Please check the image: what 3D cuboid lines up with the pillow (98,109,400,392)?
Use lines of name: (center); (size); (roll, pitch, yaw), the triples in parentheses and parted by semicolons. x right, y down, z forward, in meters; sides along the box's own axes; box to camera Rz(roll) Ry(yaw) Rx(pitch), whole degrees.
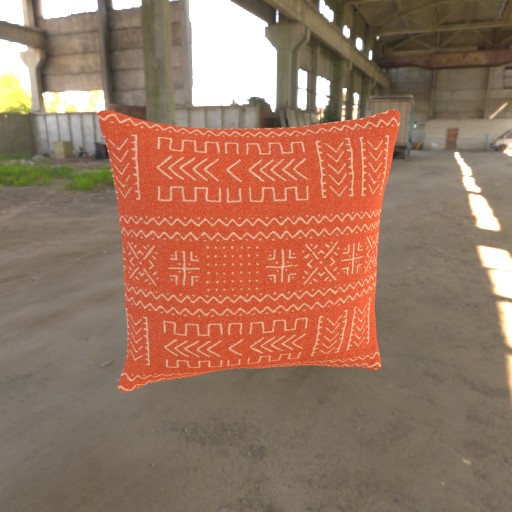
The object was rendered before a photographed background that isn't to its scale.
pillow: (0.000, 0.000, 0.677); (0.438, 0.429, 0.164); (-3, 16, -10)
